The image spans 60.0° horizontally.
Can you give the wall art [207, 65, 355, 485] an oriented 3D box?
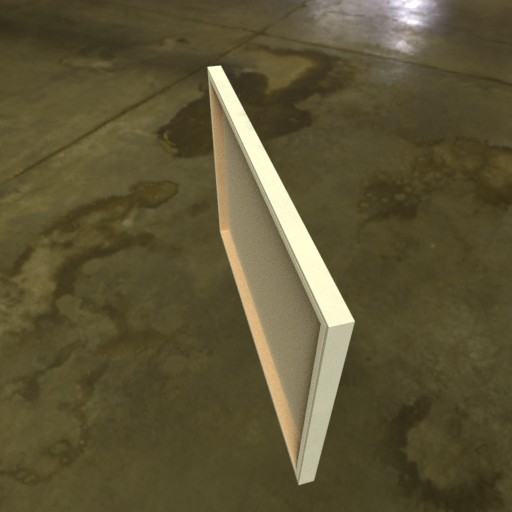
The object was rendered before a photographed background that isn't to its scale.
[{"bbox_3d":[0.000,0.000,1.132,0.038,0.610,0.915,-10,46,-10],"label":"wall art"}]
